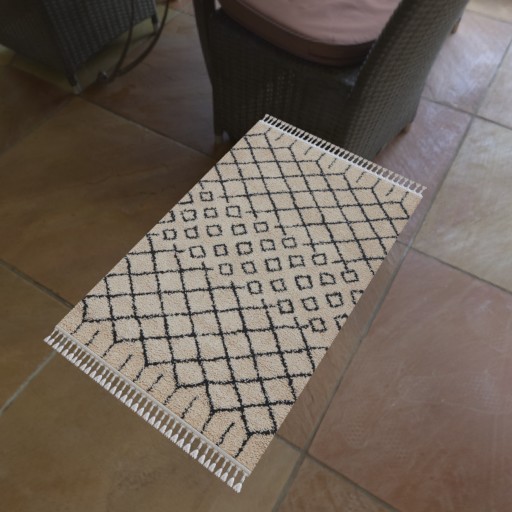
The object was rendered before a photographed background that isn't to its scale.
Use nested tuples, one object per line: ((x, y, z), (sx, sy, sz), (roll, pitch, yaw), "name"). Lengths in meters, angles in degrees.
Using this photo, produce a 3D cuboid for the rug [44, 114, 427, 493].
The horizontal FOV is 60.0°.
((0.000, 0.000, 2.459), (1.196, 0.008, 2.006), (30, 63, 17), "rug")
